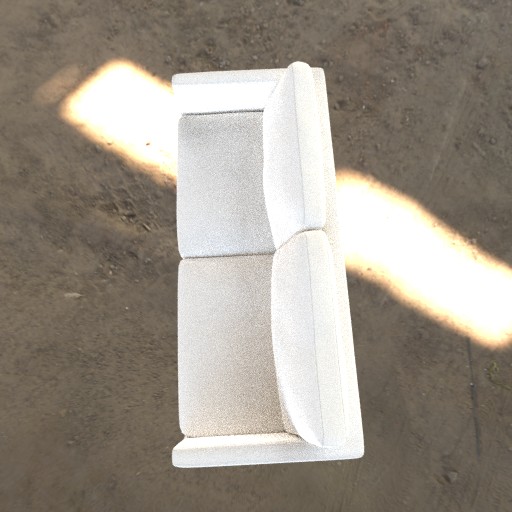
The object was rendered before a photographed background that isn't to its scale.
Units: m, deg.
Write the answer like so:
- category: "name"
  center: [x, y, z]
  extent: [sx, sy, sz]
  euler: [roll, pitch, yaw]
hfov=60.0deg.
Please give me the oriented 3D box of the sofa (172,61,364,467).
- category: "sofa"
  center: [0.000, 0.000, 2.567]
  extent: [0.924, 0.933, 2.139]
  euler: [-3, 75, -1]
